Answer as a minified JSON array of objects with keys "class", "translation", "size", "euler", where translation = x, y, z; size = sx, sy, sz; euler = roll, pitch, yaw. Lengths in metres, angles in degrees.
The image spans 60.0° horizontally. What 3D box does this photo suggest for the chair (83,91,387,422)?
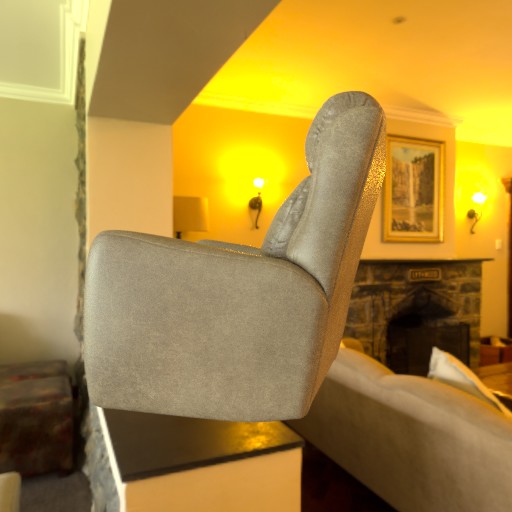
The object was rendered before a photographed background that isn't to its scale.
[{"class":"chair","translation":[0.000,0.000,1.887],"size":[1.068,1.116,0.967],"euler":[0,0,17]}]
